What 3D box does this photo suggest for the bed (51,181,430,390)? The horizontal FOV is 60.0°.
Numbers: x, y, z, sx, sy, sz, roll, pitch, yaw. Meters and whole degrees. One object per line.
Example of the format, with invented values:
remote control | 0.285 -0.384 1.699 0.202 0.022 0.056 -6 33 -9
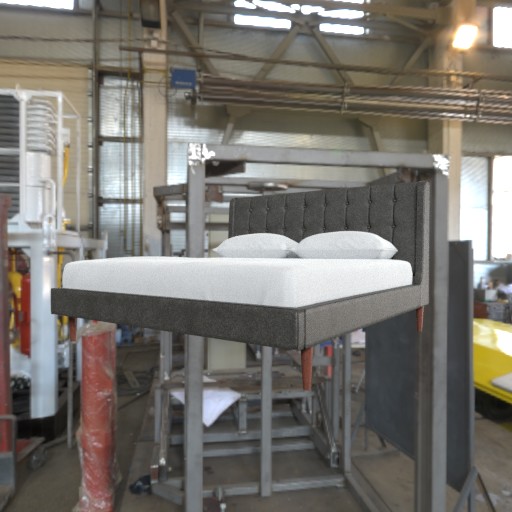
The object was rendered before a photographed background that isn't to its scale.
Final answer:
bed | 0.000 0.000 3.201 1.903 1.158 2.031 0 1 36
